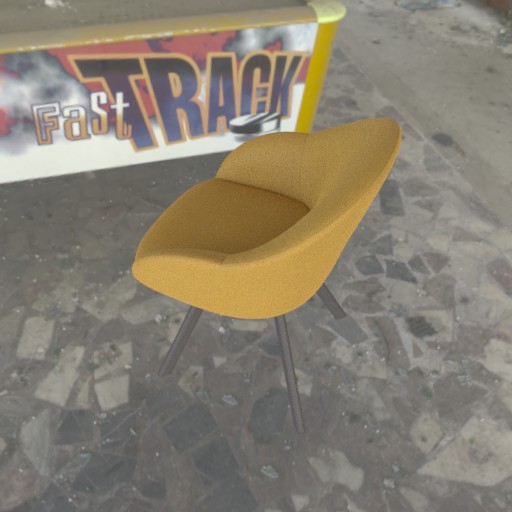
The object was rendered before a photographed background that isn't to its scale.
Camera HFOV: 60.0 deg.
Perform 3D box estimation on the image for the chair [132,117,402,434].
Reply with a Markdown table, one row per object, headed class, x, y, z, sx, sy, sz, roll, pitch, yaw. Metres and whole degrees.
| class | x | y | z | sx | sy | sz | roll | pitch | yaw |
| --- | --- | --- | --- | --- | --- | --- | --- | --- | --- |
| chair | 0.000 | 0.000 | 1.185 | 0.583 | 0.793 | 0.551 | 17 | 47 | 16 |
